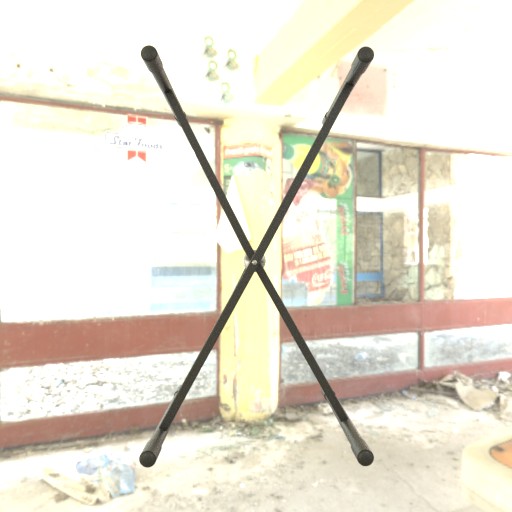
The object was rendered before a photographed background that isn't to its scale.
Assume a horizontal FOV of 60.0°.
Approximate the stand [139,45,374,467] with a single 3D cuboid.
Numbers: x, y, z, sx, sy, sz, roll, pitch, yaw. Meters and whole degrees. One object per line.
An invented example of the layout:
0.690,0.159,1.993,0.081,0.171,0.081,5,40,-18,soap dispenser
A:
0.000,0.000,1.188,0.503,0.900,0.495,0,0,-1,stand
